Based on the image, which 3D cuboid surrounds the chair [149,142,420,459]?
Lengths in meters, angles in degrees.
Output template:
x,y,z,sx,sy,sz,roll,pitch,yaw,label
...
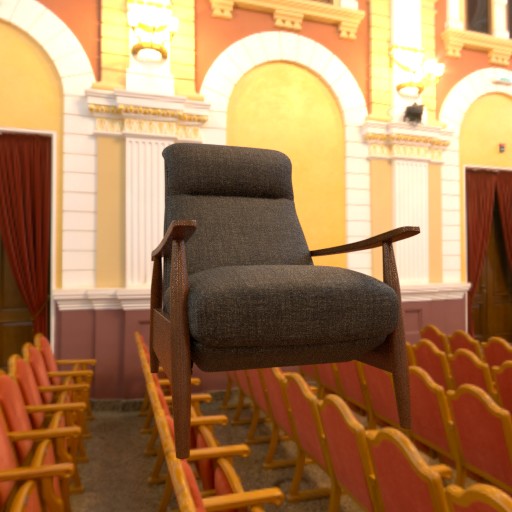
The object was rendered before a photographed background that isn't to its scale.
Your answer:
x,y,z,sx,sy,sz,roll,pitch,yaw,label
0.000,0.000,1.737,0.762,1.082,1.014,0,-1,-17,chair
